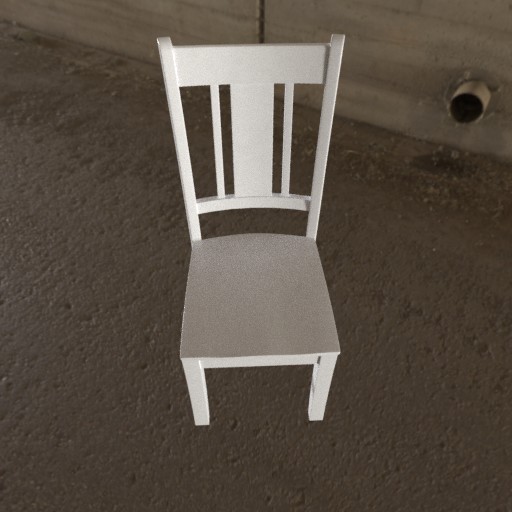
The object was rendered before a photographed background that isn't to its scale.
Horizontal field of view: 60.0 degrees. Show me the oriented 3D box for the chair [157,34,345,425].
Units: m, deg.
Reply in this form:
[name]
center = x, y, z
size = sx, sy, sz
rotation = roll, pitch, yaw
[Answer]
[chair]
center = 0.000, 0.000, 1.249
size = 0.450, 0.998, 0.555
rotation = -2, 47, -2
